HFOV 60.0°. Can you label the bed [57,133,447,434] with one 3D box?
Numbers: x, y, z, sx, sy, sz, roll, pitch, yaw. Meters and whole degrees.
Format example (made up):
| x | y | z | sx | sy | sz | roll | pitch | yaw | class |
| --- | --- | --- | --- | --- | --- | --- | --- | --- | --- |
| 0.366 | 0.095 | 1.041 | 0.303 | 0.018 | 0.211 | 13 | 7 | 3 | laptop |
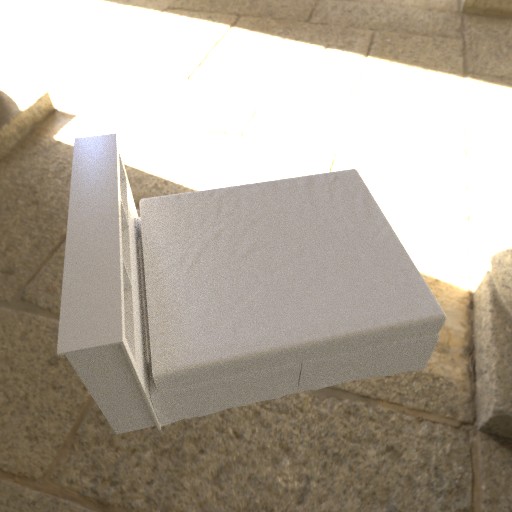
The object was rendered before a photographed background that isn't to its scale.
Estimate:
| x | y | z | sx | sy | sz | roll | pitch | yaw | class |
| --- | --- | --- | --- | --- | --- | --- | --- | --- | --- |
| 0.000 | 0.000 | 3.008 | 2.133 | 1.092 | 1.671 | -10 | 49 | -8 | bed |
